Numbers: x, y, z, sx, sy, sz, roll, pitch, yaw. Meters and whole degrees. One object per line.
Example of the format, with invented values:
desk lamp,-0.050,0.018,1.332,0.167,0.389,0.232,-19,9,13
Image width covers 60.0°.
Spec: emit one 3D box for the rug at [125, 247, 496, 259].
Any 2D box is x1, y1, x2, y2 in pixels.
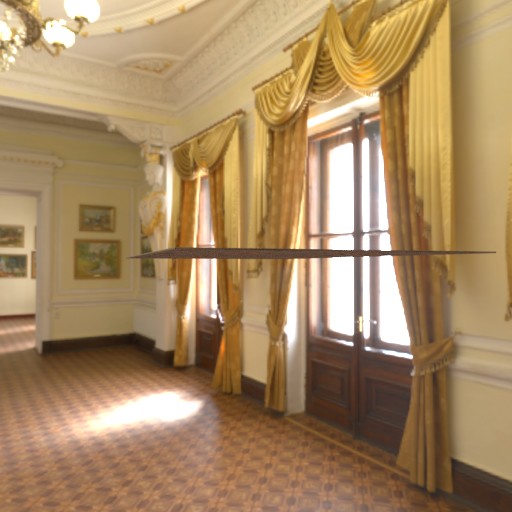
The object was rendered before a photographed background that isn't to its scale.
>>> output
rug,0.000,0.000,2.961,1.515,0.007,2.427,0,-1,-20
